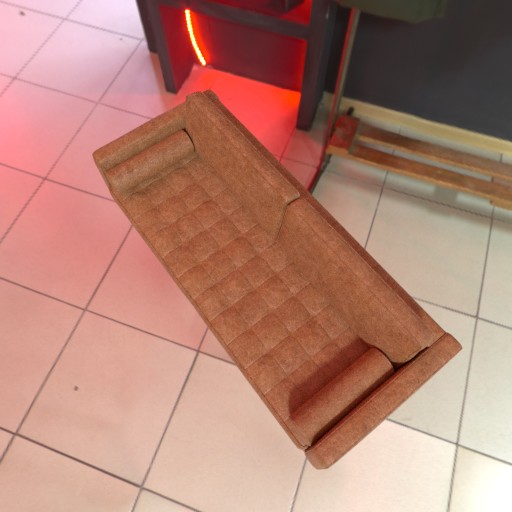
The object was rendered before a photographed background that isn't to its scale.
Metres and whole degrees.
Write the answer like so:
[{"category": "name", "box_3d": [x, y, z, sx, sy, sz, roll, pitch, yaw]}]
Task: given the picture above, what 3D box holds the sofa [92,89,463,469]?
[{"category": "sofa", "box_3d": [0.000, 0.000, 2.593, 0.919, 0.770, 2.200, -34, 69, -15]}]
